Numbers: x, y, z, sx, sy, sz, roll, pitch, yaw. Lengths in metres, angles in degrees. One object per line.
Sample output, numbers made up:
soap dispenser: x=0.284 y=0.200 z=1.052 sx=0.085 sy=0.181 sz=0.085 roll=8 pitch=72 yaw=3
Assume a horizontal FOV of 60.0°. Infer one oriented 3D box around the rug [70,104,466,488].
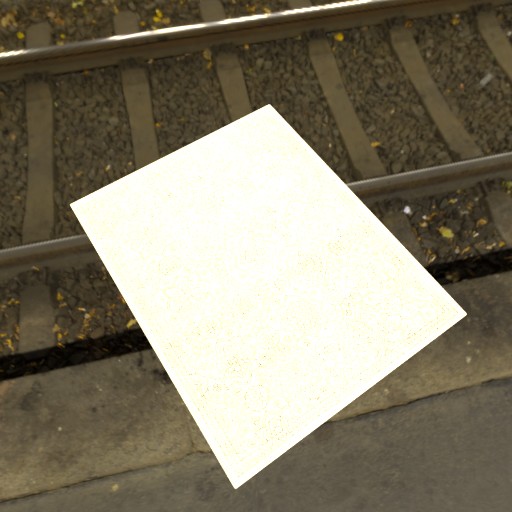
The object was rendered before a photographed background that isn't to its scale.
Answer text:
rug: x=0.000 y=0.000 z=4.180 sx=2.441 sy=0.015 sz=3.050 roll=-31 pitch=67 yaw=-15
